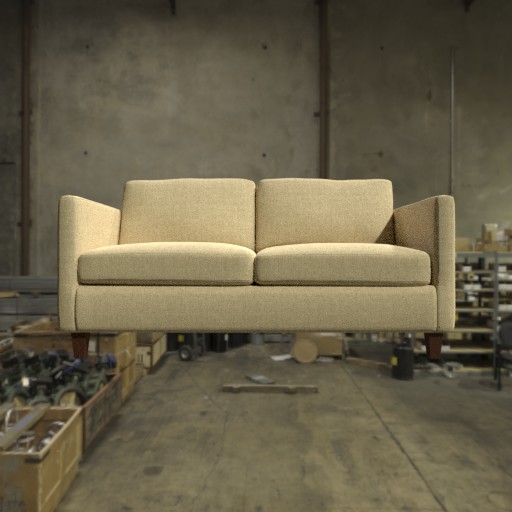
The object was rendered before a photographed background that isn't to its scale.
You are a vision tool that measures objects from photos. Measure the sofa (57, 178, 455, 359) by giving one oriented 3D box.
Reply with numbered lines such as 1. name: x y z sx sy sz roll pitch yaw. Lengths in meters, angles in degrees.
1. sofa: 0.000 0.000 2.508 1.884 0.963 0.950 0 0 0
